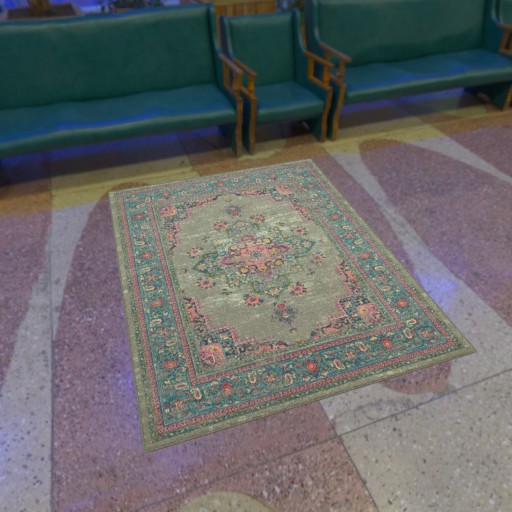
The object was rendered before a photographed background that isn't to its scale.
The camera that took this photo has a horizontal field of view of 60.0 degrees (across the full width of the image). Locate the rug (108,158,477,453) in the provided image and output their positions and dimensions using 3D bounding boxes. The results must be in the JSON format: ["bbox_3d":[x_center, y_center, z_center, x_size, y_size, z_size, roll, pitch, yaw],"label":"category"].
[{"bbox_3d":[0.000,0.000,4.071,2.434,0.013,3.057,-12,42,-14],"label":"rug"}]
